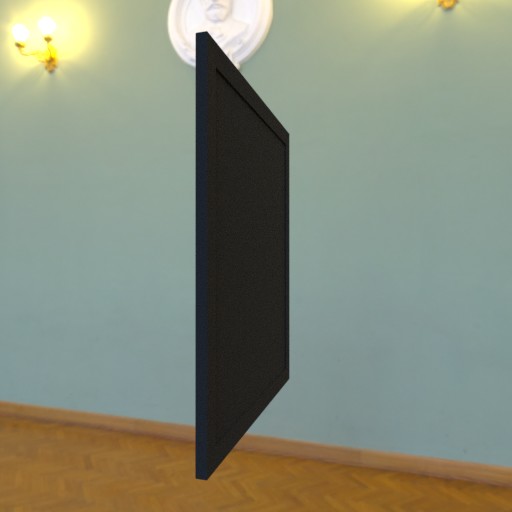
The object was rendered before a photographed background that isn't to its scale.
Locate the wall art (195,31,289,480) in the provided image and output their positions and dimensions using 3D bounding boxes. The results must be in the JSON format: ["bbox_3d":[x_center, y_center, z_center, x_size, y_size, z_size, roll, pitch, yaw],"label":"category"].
[{"bbox_3d":[0.000,0.000,0.507,0.010,0.361,0.311,0,0,17],"label":"wall art"}]
